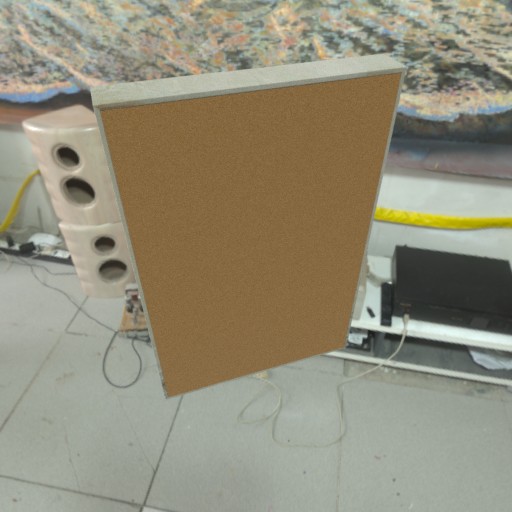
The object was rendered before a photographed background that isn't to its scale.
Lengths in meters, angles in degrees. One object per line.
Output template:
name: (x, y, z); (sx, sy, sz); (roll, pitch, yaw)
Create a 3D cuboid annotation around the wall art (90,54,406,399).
wall art: (0.000, 0.000, 0.480); (0.254, 0.381, 0.038); (-12, 43, -14)
